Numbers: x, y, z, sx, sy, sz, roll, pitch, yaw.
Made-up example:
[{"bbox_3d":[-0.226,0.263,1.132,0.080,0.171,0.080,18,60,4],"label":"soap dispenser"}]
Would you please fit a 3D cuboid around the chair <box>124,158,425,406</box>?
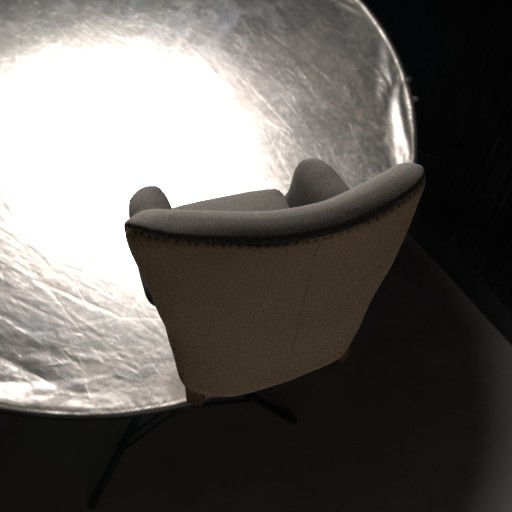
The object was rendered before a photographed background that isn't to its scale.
[{"bbox_3d":[0.000,0.000,1.651,0.861,0.936,0.921,-12,42,-14],"label":"chair"}]
